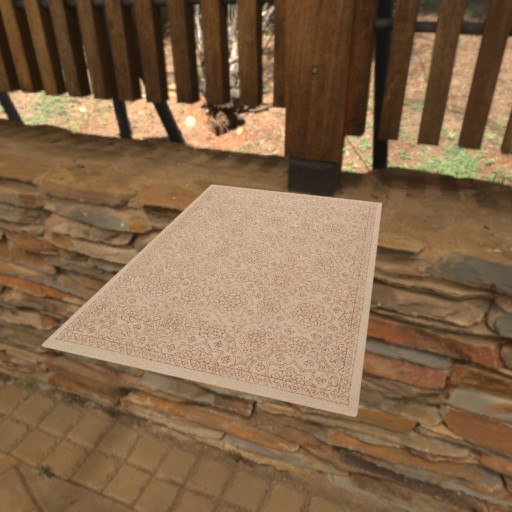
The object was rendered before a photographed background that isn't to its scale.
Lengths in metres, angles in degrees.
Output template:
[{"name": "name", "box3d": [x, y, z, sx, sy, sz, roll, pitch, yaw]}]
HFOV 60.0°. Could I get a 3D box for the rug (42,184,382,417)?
[{"name": "rug", "box3d": [0.000, 0.000, 2.346, 1.219, 0.010, 1.829, 8, 31, 14]}]
